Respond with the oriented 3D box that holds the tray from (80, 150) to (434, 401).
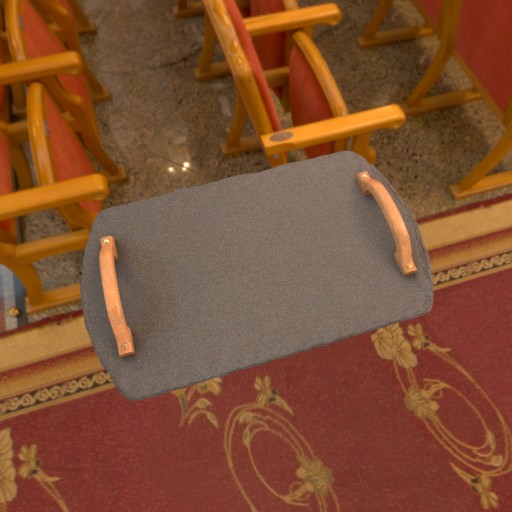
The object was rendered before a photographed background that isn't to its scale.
[{"bbox_3d":[0.000,0.000,0.491,0.387,0.062,0.231,-15,65,-7],"label":"tray"}]
